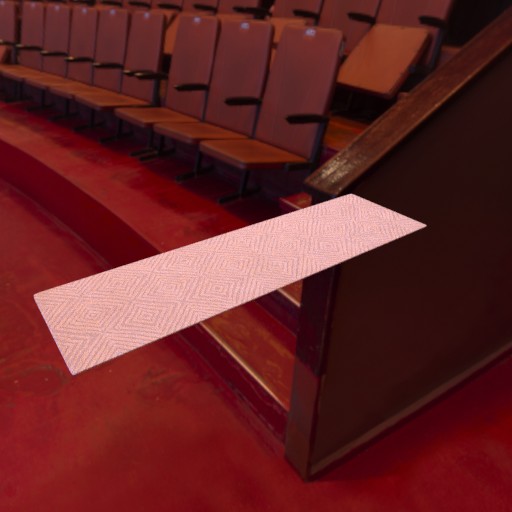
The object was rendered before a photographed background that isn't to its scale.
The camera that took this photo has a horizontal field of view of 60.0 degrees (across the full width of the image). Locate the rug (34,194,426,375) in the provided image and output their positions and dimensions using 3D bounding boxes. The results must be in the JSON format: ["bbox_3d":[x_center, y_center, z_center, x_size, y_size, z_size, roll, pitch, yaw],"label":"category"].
[{"bbox_3d":[0.000,0.000,2.565,2.277,0.008,0.676,-20,36,-30],"label":"rug"}]
